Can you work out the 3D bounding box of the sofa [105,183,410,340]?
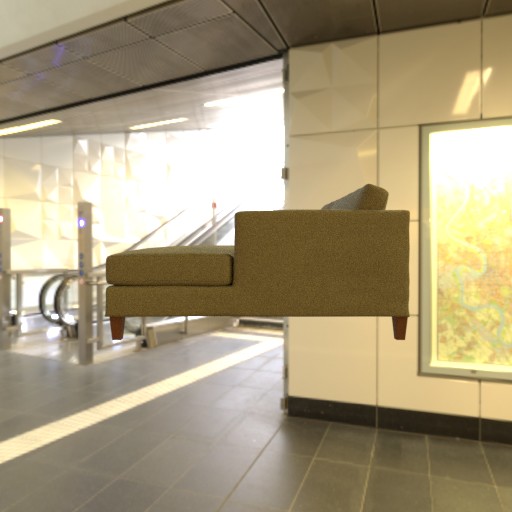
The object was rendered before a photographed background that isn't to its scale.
[{"bbox_3d":[0.000,0.000,3.898,1.625,0.861,3.186,0,1,0],"label":"sofa"}]
